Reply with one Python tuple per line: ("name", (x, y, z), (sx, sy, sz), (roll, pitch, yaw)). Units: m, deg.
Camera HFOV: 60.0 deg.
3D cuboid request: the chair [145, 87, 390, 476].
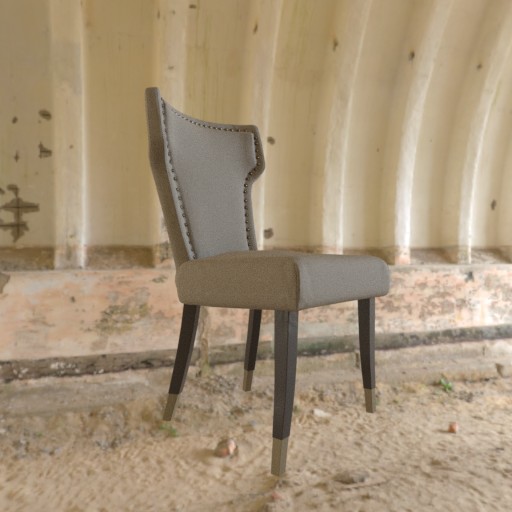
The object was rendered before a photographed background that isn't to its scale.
("chair", (0.000, 0.000, 1.319), (0.630, 0.955, 0.526), (0, 0, 38))
